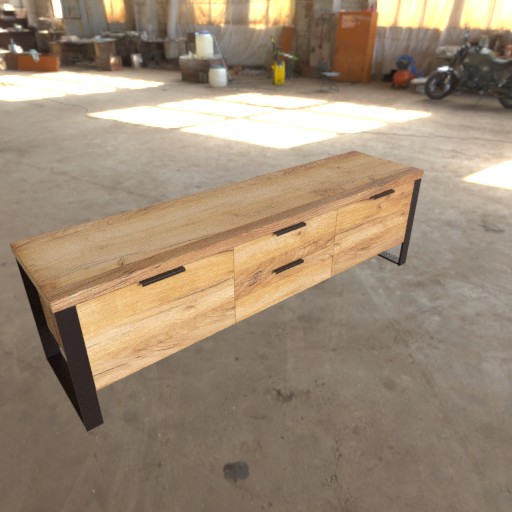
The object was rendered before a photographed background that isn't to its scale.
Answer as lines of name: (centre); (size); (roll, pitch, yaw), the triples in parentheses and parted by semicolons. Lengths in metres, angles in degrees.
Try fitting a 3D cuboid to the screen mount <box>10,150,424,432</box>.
screen mount: (0.000, 0.000, 1.683); (1.524, 0.450, 0.395); (-22, 36, -33)
